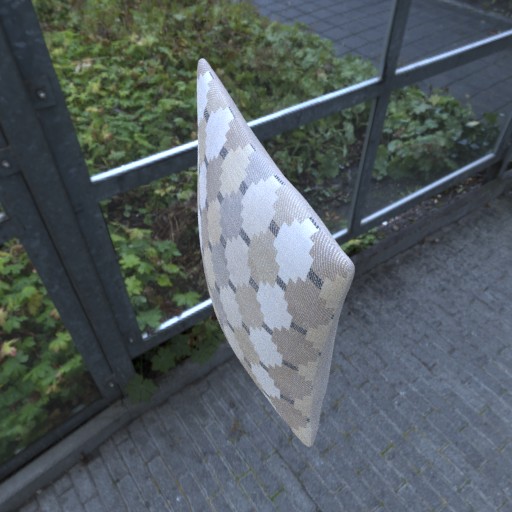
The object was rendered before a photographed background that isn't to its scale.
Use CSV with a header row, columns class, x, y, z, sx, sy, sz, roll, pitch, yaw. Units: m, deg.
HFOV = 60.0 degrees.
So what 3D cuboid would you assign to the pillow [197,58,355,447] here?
class,x,y,z,sx,sy,sz,roll,pitch,yaw
pillow,0.000,0.000,0.868,0.192,0.558,0.578,-17,49,-15
